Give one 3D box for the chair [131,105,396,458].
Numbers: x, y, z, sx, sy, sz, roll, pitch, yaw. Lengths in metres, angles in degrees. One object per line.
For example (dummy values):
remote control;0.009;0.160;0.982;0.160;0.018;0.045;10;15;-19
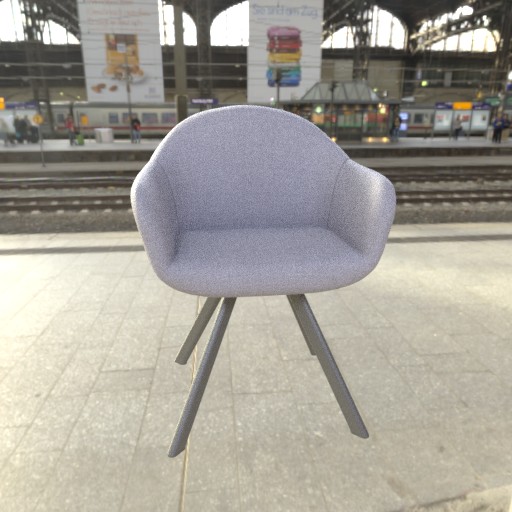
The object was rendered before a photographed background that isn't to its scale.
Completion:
chair;0.000;0.000;1.207;0.590;0.795;0.550;-2;17;-8
